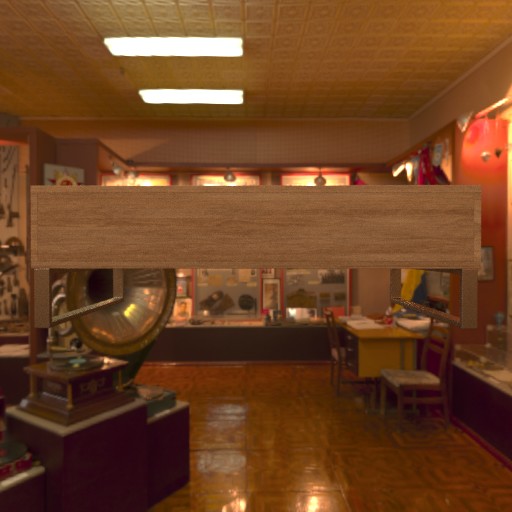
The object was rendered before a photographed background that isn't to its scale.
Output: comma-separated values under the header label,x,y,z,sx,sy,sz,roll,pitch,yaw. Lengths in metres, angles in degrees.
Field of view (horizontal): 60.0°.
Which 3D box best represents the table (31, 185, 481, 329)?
label,x,y,z,sx,sy,sz,roll,pitch,yaw
table,0.000,0.000,1.383,1.100,0.350,0.600,0,1,1
